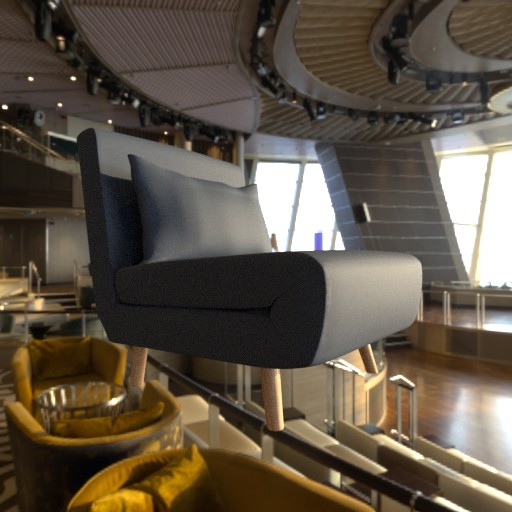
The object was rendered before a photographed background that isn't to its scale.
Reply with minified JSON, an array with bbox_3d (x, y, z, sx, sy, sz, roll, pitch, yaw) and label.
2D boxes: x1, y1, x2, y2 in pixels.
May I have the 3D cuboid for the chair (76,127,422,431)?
[{"bbox_3d":[0.000,0.000,1.462,0.900,0.808,0.770,0,0,36],"label":"chair"}]
